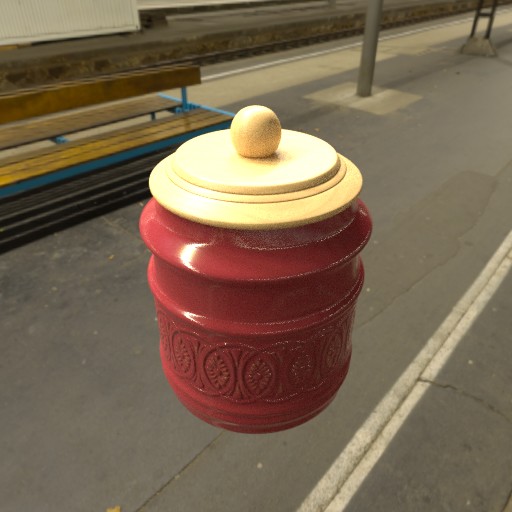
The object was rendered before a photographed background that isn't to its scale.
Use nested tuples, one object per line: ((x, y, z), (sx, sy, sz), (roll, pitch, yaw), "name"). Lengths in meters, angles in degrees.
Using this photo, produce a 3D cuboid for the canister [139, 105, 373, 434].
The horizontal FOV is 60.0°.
((0.000, 0.000, 0.268), (0.130, 0.176, 0.130), (0, 33, 0), "canister")
